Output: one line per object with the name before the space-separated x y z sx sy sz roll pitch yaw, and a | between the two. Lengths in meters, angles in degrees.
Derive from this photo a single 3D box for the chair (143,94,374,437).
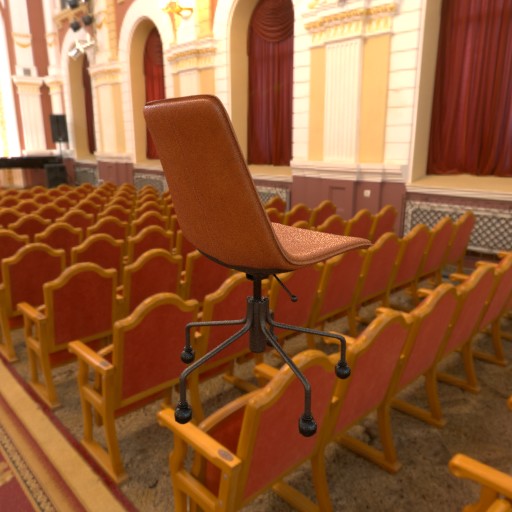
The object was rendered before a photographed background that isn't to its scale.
chair | 0.000 0.000 1.418 0.660 0.920 0.651 -13 19 -41
